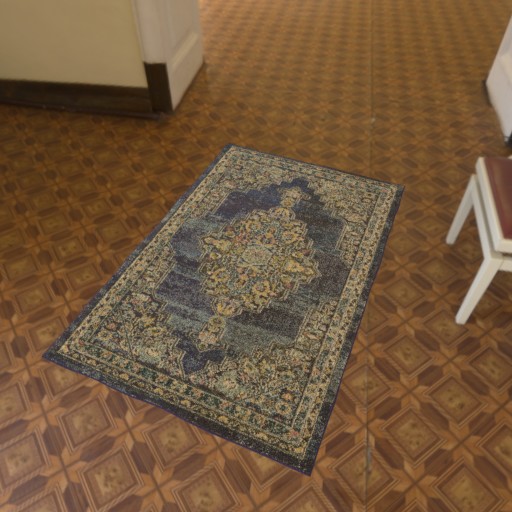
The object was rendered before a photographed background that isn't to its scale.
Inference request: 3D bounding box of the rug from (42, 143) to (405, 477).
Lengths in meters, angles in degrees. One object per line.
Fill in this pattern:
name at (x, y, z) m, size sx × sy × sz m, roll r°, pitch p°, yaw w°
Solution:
rug at (0.000, 0.000, 2.245) m, size 1.184 × 0.012 × 1.781 m, roll 17°, pitch 49°, yaw 16°
